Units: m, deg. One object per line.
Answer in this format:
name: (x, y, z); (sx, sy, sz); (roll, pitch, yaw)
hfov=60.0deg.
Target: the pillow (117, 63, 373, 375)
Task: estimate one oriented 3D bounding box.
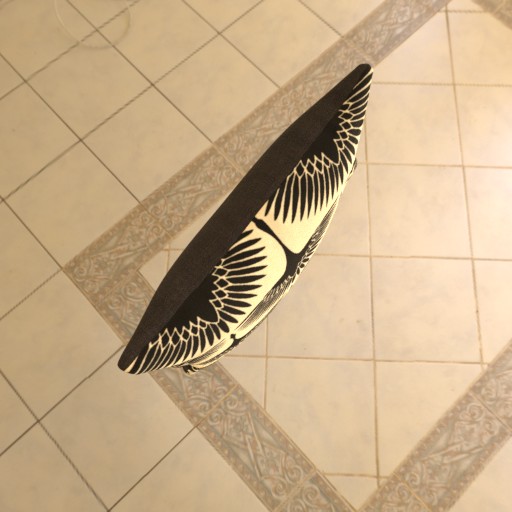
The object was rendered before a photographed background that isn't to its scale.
pillow: (0.000, 0.000, 0.671); (0.139, 0.432, 0.432); (36, 78, 9)
